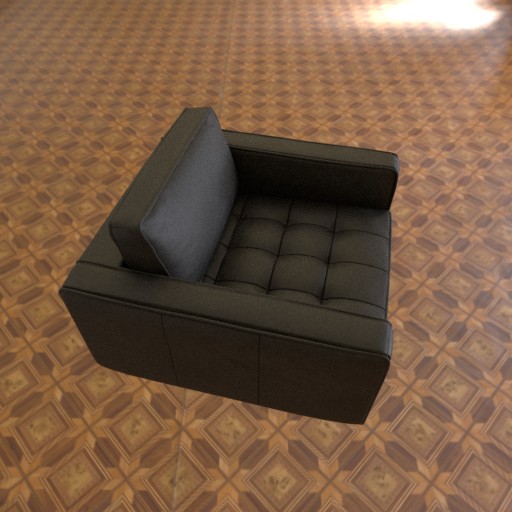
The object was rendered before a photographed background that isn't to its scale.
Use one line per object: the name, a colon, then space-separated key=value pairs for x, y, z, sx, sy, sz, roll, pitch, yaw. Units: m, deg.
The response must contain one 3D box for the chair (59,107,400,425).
chair: x=0.000 y=0.000 z=1.553 sx=0.914 sy=0.763 sz=0.889 roll=10 pitch=48 yaw=9
